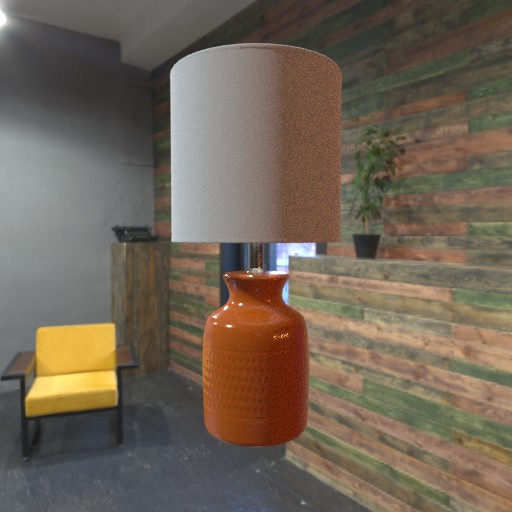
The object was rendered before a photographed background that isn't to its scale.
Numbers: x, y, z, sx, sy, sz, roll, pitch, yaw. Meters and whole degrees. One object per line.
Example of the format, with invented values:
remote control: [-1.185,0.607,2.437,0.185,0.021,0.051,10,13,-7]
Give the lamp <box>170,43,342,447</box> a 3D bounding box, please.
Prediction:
lamp: [0.000,0.000,1.116,0.418,0.871,0.418,-2,3,-36]
